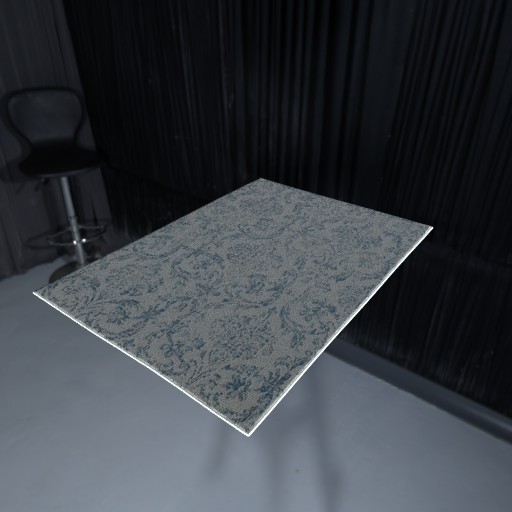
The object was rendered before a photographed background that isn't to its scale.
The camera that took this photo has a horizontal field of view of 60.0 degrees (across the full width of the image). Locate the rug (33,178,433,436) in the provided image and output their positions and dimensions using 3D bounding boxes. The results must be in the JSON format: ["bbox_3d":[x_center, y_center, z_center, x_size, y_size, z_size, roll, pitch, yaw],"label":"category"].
[{"bbox_3d":[0.000,0.000,2.905,1.586,0.014,2.197,22,38,31],"label":"rug"}]
